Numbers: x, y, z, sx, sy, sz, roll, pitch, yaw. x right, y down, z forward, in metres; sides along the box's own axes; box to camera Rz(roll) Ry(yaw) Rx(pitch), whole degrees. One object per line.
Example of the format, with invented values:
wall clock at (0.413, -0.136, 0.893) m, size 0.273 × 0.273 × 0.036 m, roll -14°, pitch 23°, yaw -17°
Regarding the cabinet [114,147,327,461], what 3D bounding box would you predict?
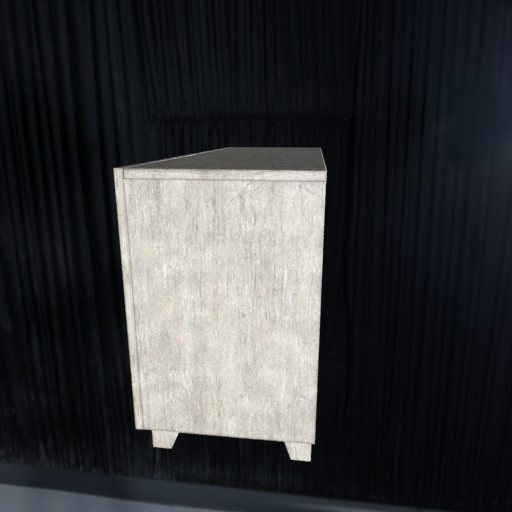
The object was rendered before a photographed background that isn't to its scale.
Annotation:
cabinet at (0.000, 0.000, 1.836) m, size 0.511 × 0.825 × 1.460 m, roll 2°, pitch 16°, yaw 7°
